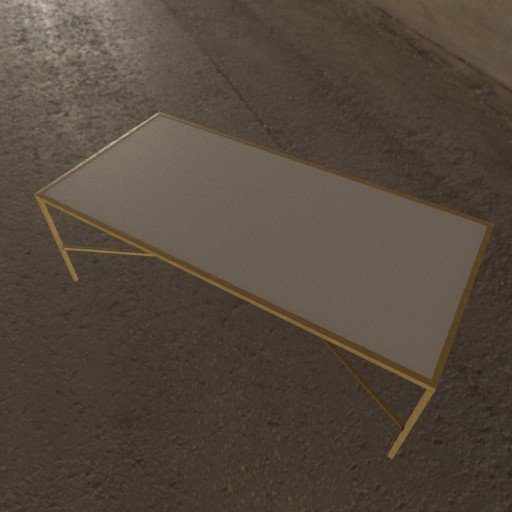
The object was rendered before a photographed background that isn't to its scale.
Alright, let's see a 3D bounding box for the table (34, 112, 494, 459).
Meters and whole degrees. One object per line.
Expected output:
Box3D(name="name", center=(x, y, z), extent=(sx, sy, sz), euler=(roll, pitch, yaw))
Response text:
Box3D(name="table", center=(0.000, 0.000, 1.426), extent=(1.206, 0.398, 0.580), euler=(24, 51, 21))
